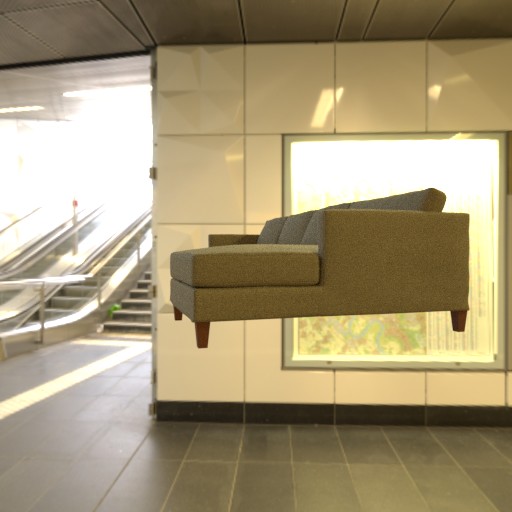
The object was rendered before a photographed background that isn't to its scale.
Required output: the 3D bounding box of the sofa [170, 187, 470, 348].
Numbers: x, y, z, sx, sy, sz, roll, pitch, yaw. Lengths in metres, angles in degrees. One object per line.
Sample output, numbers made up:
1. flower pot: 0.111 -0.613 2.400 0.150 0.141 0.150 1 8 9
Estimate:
1. sofa: 0.000 0.000 3.822 1.625 0.861 3.186 0 0 -17
